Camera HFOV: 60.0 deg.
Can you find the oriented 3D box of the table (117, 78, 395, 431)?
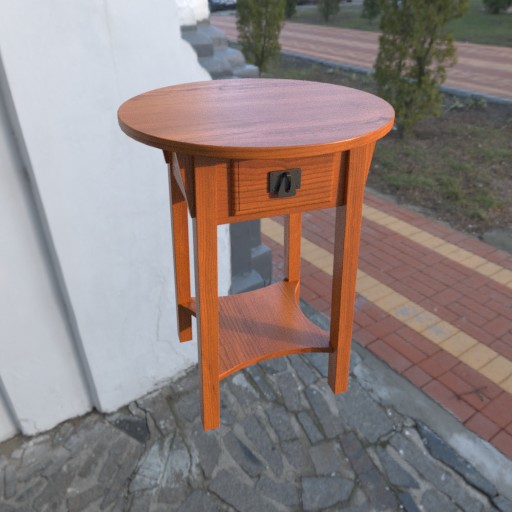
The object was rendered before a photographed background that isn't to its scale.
[{"bbox_3d":[0.000,0.000,0.915,0.457,0.610,0.457,0,32,0],"label":"table"}]
